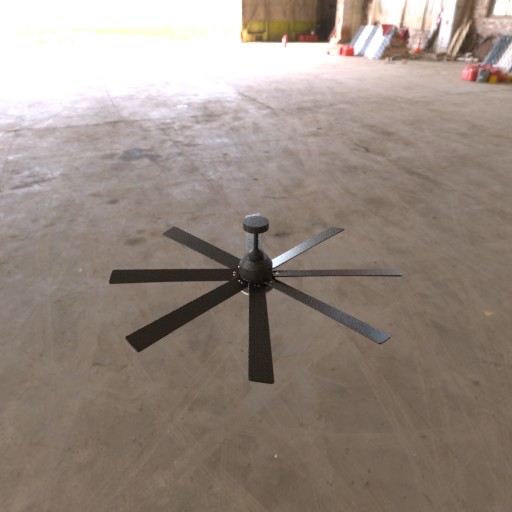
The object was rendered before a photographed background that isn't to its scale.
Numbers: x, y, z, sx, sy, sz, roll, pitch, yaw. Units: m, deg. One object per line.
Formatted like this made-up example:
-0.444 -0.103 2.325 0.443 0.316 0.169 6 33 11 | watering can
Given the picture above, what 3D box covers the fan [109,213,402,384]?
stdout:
0.000 0.000 2.742 1.830 0.472 1.830 -1 30 -1 | fan
